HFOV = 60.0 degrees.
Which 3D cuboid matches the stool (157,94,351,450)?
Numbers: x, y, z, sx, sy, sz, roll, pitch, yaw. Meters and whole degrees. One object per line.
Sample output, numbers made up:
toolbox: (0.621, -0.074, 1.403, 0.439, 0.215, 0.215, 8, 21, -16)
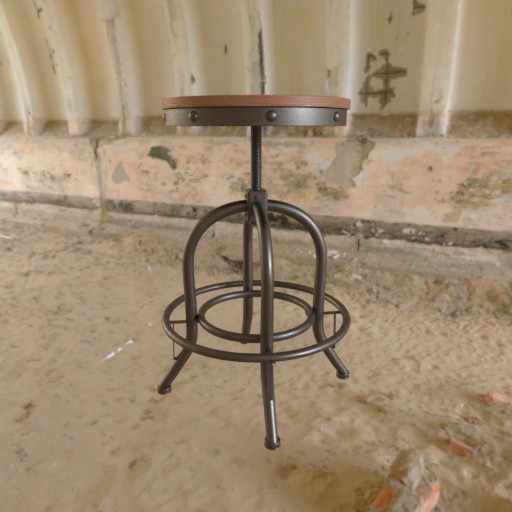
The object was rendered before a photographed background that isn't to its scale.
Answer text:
stool: (0.000, 0.000, 0.919, 0.439, 0.609, 0.439, -2, 17, -8)
